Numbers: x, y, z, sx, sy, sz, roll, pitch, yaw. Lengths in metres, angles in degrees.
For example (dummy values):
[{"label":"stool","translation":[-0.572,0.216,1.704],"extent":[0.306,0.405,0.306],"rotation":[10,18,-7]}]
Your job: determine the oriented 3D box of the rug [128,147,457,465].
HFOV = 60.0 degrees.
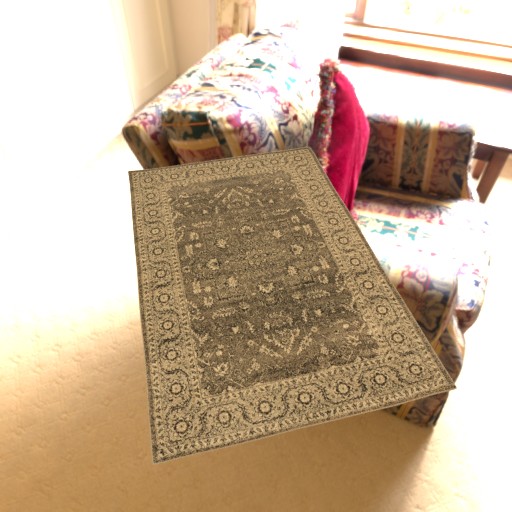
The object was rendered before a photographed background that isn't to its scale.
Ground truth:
[{"label":"rug","translation":[0.000,0.000,2.281],"extent":[1.209,0.019,1.828],"rotation":[-10,47,-10]}]
